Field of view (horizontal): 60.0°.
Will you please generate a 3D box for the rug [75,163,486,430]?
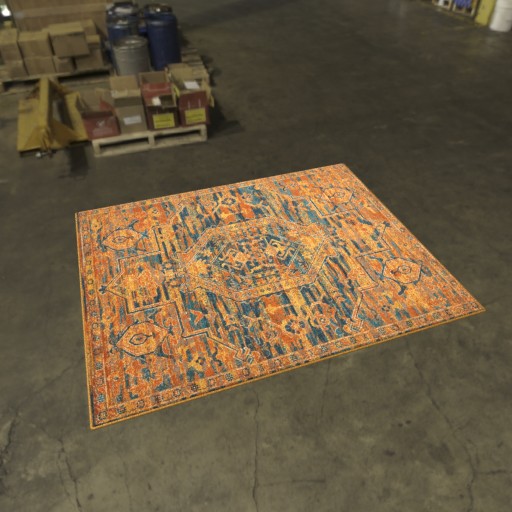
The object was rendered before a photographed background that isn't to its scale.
[{"bbox_3d":[0.000,0.000,4.009,3.040,0.031,2.435,-13,43,-14],"label":"rug"}]
